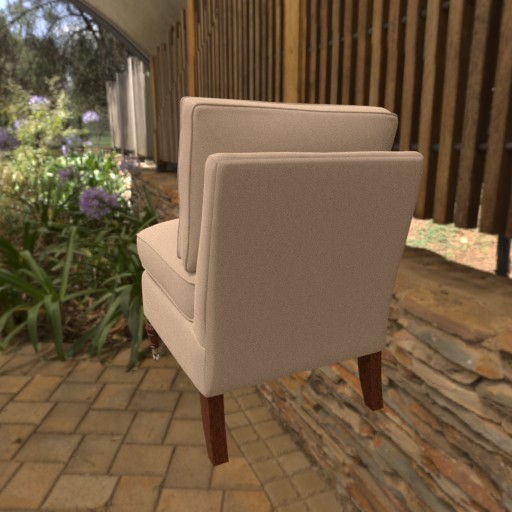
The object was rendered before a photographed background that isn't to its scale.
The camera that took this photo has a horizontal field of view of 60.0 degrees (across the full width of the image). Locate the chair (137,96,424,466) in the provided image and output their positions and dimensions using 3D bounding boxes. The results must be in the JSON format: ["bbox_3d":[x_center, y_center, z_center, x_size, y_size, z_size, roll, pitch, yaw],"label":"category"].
[{"bbox_3d":[0.000,0.000,1.654,0.724,1.052,0.912,-7,16,-26],"label":"chair"}]
